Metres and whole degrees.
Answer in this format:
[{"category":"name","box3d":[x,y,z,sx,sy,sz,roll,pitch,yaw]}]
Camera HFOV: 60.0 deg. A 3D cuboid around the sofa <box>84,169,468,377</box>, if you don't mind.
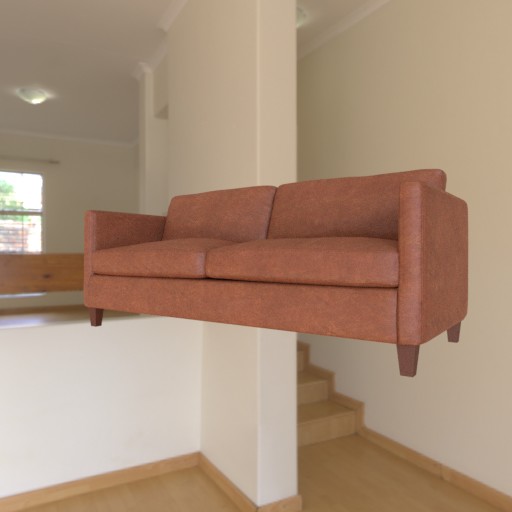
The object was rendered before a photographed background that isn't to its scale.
[{"category":"sofa","box3d":[0.000,0.000,2.678,2.204,0.932,0.950,0,1,35]}]
